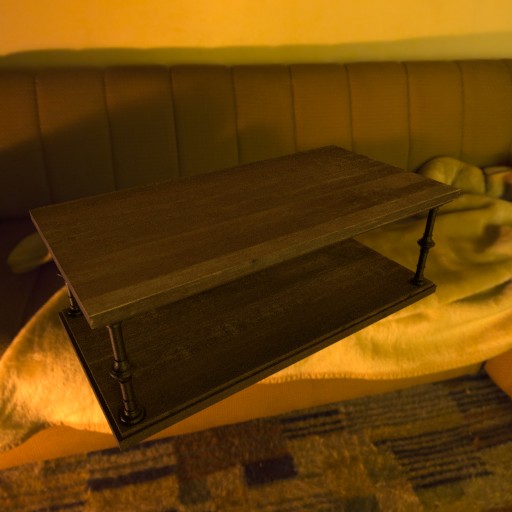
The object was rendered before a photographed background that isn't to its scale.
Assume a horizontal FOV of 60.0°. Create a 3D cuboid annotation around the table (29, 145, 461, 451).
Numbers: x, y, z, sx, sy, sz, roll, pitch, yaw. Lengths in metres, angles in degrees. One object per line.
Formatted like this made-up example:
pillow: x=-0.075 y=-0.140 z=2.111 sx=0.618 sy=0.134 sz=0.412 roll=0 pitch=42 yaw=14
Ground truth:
table: x=0.000 y=0.000 z=1.341 sx=1.088 sy=0.373 sz=0.554 roll=-19 pitch=35 yaw=-29
